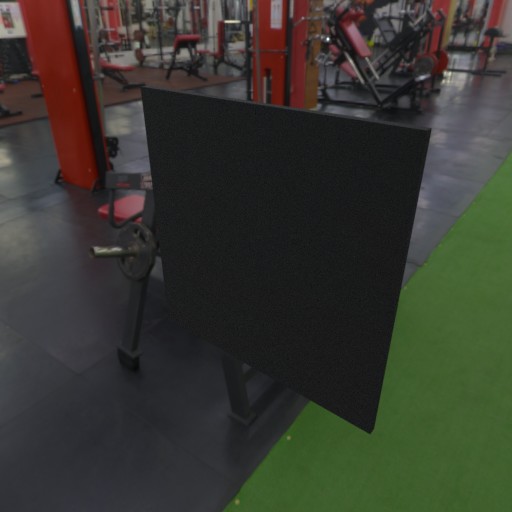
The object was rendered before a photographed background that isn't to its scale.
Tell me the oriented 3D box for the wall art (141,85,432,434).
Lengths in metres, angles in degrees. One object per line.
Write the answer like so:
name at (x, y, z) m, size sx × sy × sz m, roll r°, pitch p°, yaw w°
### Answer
wall art at (0.000, 0.000, 0.691) m, size 0.456 × 0.458 × 0.013 m, roll 21°, pitch 36°, yaw 33°
